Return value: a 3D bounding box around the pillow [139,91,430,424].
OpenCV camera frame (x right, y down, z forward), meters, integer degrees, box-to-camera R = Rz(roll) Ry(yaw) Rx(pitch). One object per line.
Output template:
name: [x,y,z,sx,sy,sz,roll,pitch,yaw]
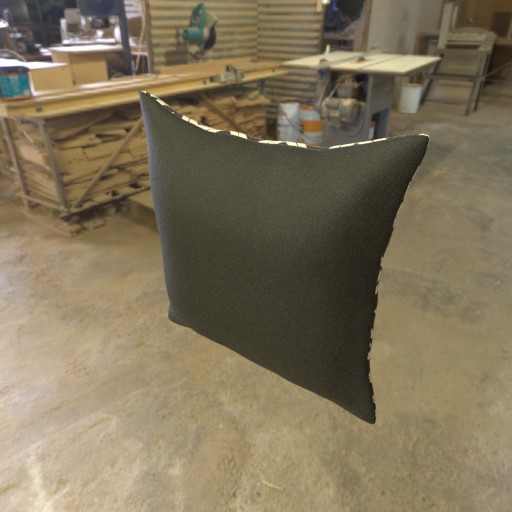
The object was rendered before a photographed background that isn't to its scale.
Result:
pillow: [0.000,0.000,0.766,0.504,0.494,0.188,20,35,31]
